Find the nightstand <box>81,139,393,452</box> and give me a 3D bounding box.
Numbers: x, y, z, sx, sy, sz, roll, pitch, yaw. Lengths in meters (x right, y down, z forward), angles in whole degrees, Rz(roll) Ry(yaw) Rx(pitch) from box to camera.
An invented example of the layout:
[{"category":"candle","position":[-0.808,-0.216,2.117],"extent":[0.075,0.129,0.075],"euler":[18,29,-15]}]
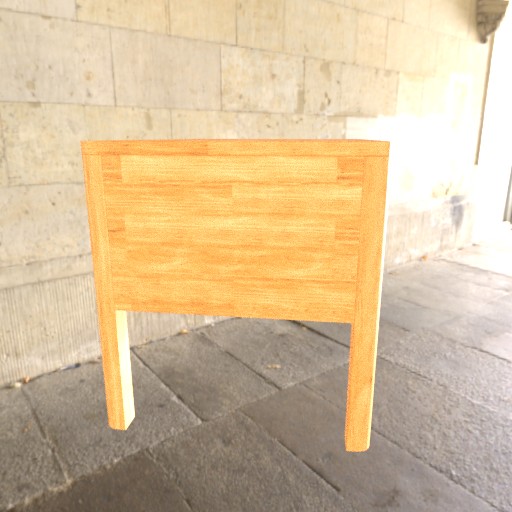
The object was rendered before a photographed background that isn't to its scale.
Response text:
[{"category":"nightstand","position":[0.000,0.000,0.927],"extent":[0.440,0.470,0.560],"euler":[2,15,8]}]
